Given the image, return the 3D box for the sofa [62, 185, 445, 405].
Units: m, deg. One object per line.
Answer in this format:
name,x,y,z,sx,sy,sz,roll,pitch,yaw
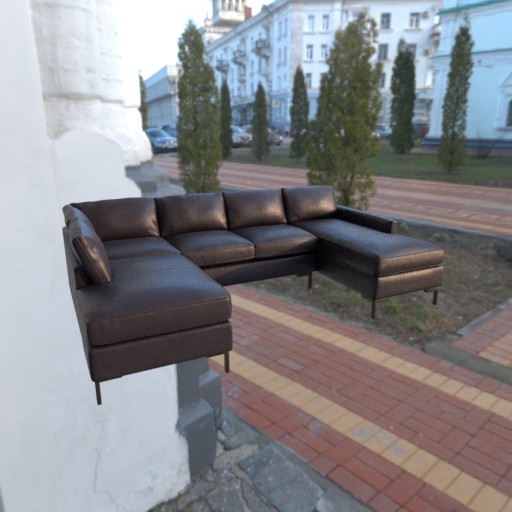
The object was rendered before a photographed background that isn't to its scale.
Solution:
sofa,0.000,0.000,3.793,2.956,0.900,1.939,-8,18,-25
